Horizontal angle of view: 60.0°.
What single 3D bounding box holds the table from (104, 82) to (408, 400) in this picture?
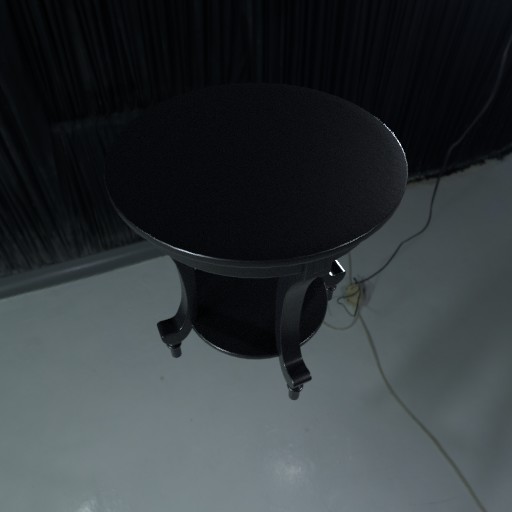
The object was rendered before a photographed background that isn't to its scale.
[{"bbox_3d":[0.000,0.000,1.117,0.597,0.618,0.597,0,47,0],"label":"table"}]
